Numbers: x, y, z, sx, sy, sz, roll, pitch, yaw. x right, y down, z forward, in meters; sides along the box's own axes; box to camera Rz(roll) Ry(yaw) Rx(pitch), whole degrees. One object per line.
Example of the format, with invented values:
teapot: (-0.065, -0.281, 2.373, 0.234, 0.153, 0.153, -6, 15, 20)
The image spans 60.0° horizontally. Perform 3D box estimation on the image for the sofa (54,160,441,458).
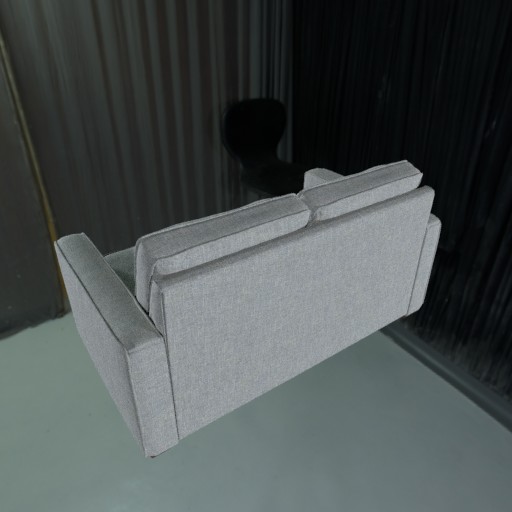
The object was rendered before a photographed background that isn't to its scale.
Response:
sofa: (0.000, 0.000, 2.232, 1.706, 0.915, 0.945, -20, 37, -29)
